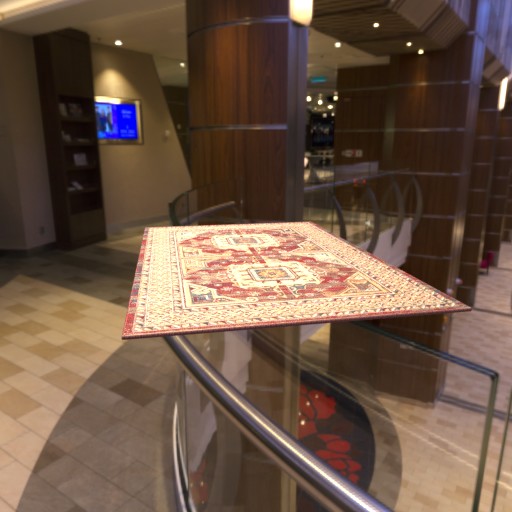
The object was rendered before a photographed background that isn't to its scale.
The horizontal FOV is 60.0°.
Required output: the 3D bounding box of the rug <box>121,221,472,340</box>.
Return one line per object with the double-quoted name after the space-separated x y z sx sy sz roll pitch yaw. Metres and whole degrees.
0.000 0.000 5.865 3.033 0.033 4.578 -3 15 -11 "rug"
